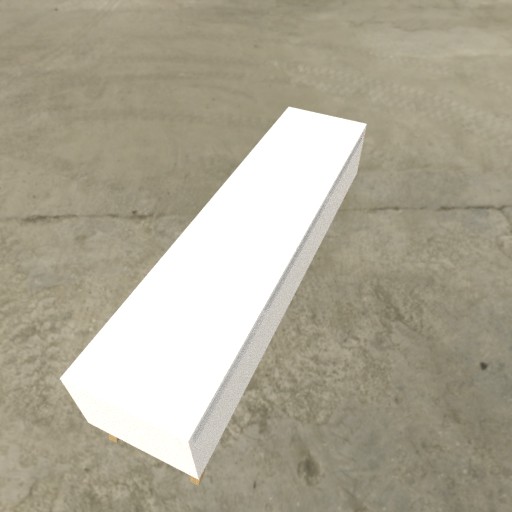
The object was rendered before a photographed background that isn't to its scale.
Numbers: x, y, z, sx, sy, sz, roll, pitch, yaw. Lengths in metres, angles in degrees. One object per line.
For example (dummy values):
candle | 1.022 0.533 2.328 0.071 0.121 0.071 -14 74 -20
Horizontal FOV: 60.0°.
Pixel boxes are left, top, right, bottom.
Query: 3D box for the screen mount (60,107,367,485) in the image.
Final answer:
screen mount | 0.000 0.000 1.803 0.399 0.432 1.644 18 49 17
